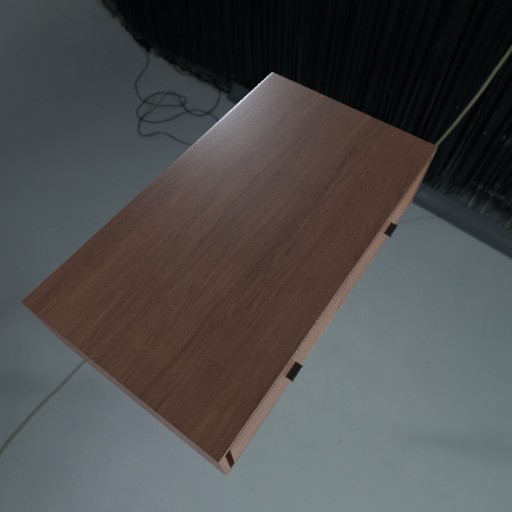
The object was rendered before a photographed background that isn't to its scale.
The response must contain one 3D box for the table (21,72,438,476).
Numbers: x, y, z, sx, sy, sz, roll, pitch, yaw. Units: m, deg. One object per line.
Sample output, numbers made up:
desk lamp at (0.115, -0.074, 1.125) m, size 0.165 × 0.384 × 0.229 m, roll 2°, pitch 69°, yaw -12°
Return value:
table at (0.000, 0.000, 1.305) m, size 0.600 × 0.380 × 1.020 m, roll 31°, pitch 64°, yaw 18°
